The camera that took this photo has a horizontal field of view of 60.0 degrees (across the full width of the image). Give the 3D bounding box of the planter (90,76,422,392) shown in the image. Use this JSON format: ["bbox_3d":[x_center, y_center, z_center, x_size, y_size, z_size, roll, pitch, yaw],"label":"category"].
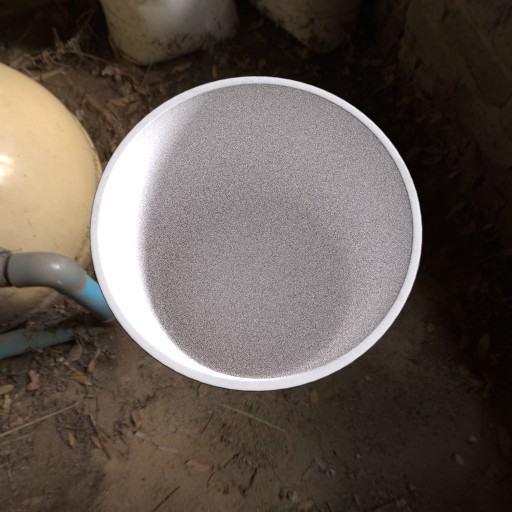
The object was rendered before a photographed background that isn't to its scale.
[{"bbox_3d":[0.000,0.000,0.446,0.254,0.221,0.254,0,75,0],"label":"planter"}]
